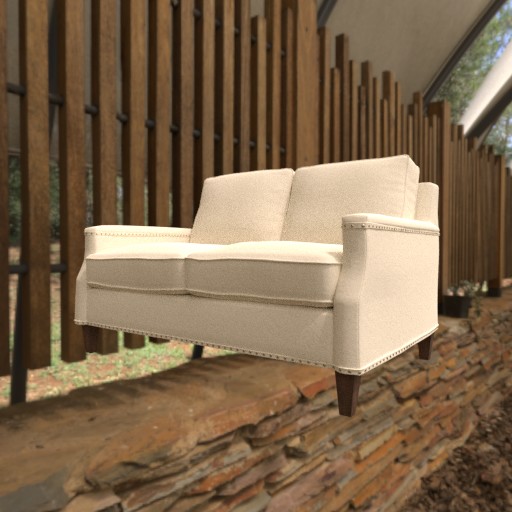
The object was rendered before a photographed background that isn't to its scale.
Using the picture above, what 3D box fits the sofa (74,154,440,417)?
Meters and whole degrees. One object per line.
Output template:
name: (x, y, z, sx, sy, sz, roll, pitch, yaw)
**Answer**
sofa: (0.000, 0.000, 2.253, 1.597, 1.003, 1.084, 1, 2, 36)
